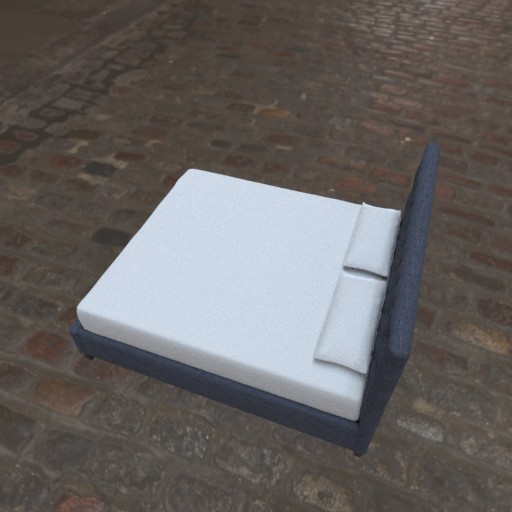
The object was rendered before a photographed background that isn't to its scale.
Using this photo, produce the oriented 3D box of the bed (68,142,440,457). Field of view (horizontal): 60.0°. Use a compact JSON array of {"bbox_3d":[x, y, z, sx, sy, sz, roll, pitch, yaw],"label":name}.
[{"bbox_3d":[0.000,0.000,3.628,2.387,1.427,2.078,15,48,14],"label":"bed"}]
